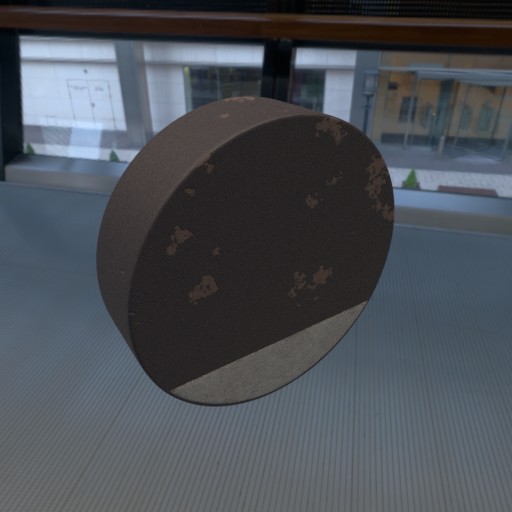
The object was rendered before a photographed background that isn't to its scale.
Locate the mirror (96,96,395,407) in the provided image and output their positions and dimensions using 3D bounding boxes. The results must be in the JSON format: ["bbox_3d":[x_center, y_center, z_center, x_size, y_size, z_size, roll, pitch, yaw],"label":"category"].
[{"bbox_3d":[0.000,0.000,0.582,0.386,0.386,0.126,-18,35,-29],"label":"mirror"}]
